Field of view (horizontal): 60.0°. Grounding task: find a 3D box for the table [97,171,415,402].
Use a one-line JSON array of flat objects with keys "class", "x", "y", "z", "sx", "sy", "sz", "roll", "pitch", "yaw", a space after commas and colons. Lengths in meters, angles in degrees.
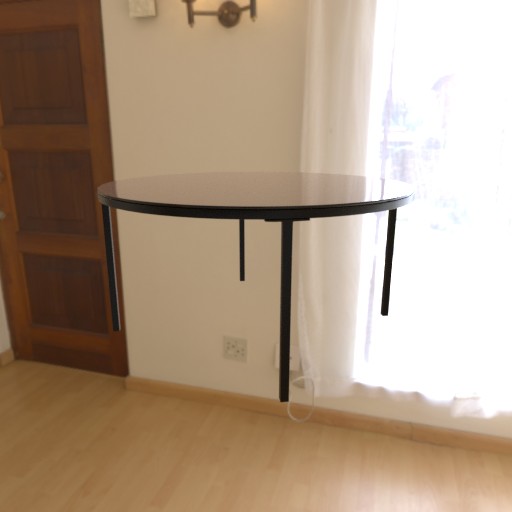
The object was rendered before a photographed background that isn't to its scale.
[{"class": "table", "x": 0.000, "y": 0.000, "z": 1.229, "sx": 0.800, "sy": 0.400, "sz": 0.800, "roll": 0, "pitch": 15, "yaw": 0}]
